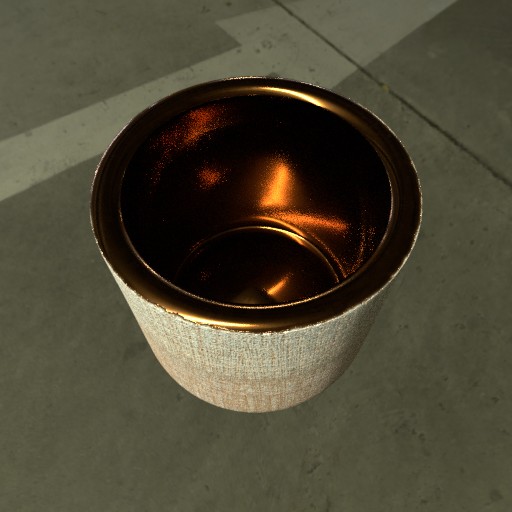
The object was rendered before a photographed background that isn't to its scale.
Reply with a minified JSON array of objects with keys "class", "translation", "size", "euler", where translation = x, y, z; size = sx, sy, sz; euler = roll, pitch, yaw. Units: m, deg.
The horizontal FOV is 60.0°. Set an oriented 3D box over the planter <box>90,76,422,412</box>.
[{"class":"planter","translation":[0.000,0.000,0.301],"size":[0.177,0.157,0.177],"euler":[0,58,0]}]
